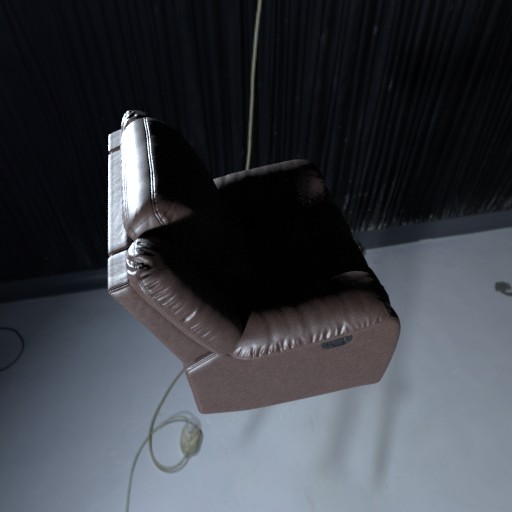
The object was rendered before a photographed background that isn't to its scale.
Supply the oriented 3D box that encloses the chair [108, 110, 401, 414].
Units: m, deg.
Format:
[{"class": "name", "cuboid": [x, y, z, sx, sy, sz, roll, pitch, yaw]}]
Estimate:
[{"class": "chair", "cuboid": [0.000, 0.000, 1.697, 0.934, 1.009, 0.899, -9, 47, -9]}]
